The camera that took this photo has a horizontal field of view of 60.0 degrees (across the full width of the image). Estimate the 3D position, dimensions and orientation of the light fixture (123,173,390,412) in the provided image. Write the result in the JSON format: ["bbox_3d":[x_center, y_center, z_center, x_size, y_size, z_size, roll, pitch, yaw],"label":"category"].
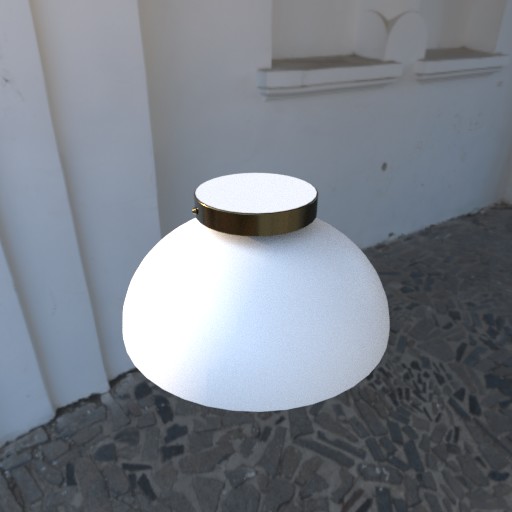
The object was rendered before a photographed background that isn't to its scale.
[{"bbox_3d":[0.000,0.000,0.571,0.355,0.177,0.355,0,27,0],"label":"light fixture"}]
